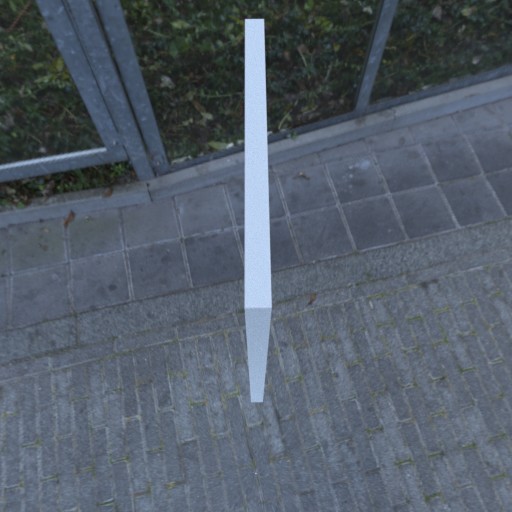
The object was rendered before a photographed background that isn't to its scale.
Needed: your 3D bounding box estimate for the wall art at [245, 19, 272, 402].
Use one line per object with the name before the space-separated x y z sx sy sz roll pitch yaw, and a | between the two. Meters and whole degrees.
wall art | 0.000 0.000 1.165 0.038 0.914 0.610 -1 64 0
